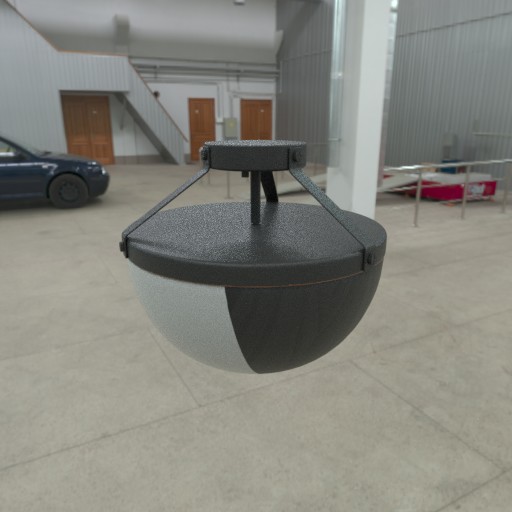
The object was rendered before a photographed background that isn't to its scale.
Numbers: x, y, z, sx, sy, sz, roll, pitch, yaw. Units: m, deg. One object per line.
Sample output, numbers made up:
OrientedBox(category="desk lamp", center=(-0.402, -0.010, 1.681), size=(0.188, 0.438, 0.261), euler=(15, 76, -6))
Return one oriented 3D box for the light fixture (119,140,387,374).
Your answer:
OrientedBox(category="light fixture", center=(0.000, 0.000, 0.542), size=(0.304, 0.269, 0.304), euler=(0, 17, 0))
